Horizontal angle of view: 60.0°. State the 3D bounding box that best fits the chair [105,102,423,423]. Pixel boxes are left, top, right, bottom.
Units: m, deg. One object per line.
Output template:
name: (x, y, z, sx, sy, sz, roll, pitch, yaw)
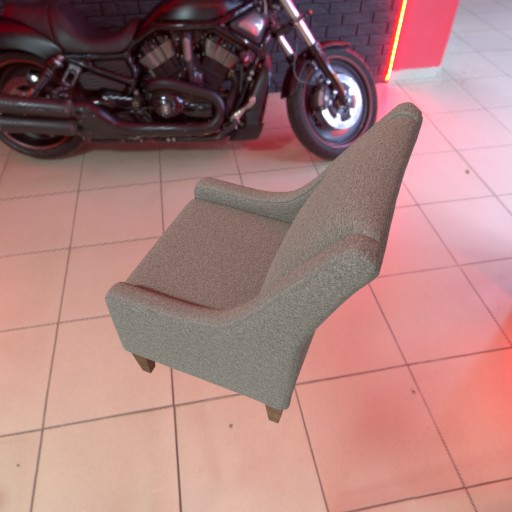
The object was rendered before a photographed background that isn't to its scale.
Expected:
chair: (0.000, 0.000, 1.638, 0.870, 1.016, 0.774, 16, 48, 15)
